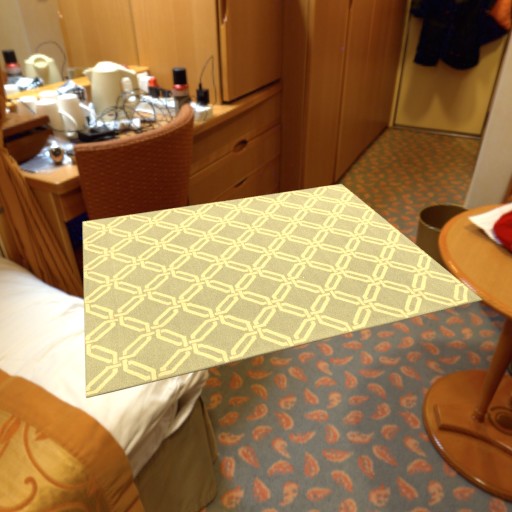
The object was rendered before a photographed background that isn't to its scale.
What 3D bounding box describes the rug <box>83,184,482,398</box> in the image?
[{"bbox_3d":[0.000,0.000,3.918,2.895,0.018,2.288,-10,34,-16],"label":"rug"}]
